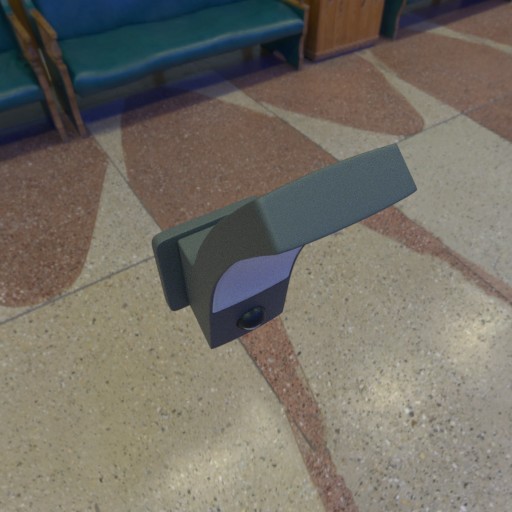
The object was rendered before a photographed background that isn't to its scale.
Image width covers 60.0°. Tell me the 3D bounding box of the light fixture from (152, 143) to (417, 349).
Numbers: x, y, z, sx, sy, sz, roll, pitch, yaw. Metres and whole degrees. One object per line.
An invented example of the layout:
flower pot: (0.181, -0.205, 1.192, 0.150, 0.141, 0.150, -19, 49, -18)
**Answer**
light fixture: (0.000, 0.000, 0.326, 0.108, 0.243, 0.174, -24, 52, -21)
